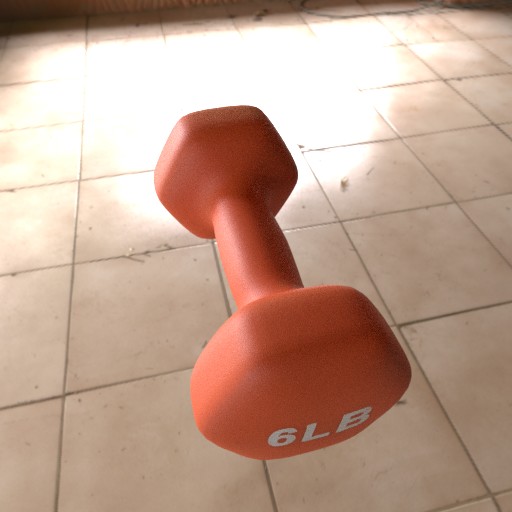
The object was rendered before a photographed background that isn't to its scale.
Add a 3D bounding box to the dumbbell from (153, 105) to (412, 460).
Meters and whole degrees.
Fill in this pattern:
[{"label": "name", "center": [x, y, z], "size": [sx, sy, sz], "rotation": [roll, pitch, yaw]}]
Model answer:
[{"label": "dumbbell", "center": [0.000, 0.000, 0.198], "size": [0.079, 0.071, 0.162], "rotation": [-10, 47, -10]}]
